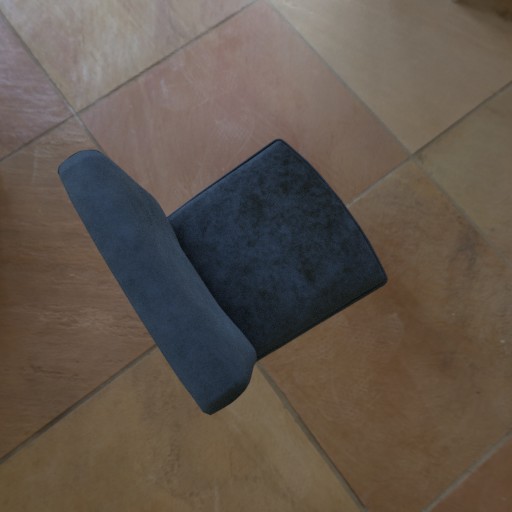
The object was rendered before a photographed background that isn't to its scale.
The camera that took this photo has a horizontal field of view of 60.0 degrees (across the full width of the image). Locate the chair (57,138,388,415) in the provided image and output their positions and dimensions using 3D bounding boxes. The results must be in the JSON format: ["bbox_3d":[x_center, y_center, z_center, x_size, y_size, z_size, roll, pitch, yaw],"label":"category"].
[{"bbox_3d":[0.000,0.000,1.163,0.551,0.806,0.521,-33,78,-8],"label":"chair"}]
